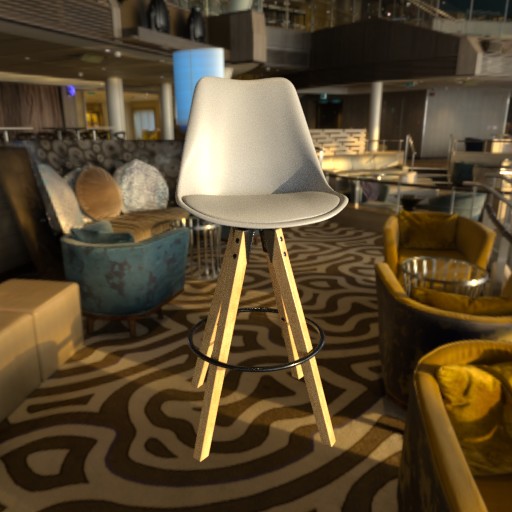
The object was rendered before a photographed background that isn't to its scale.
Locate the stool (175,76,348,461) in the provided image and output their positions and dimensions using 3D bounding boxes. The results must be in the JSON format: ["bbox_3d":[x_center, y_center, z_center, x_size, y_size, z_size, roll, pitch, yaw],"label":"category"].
[{"bbox_3d":[0.000,0.000,1.411,0.485,1.115,0.550,-3,16,-9],"label":"stool"}]
